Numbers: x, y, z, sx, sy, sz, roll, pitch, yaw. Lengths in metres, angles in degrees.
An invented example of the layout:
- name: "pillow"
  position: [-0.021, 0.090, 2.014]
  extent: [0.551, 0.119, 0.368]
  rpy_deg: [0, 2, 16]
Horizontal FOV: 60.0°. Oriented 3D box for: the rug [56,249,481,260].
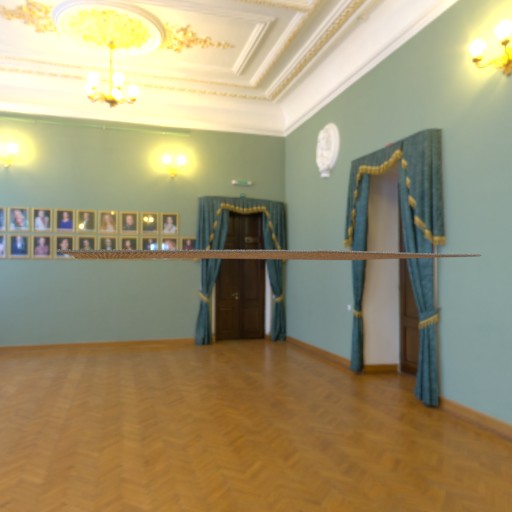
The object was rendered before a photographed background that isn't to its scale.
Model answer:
- name: "rug"
  position: [0.000, 0.000, 2.295]
  extent: [1.804, 0.022, 1.162]
  rpy_deg: [0, -2, -19]
